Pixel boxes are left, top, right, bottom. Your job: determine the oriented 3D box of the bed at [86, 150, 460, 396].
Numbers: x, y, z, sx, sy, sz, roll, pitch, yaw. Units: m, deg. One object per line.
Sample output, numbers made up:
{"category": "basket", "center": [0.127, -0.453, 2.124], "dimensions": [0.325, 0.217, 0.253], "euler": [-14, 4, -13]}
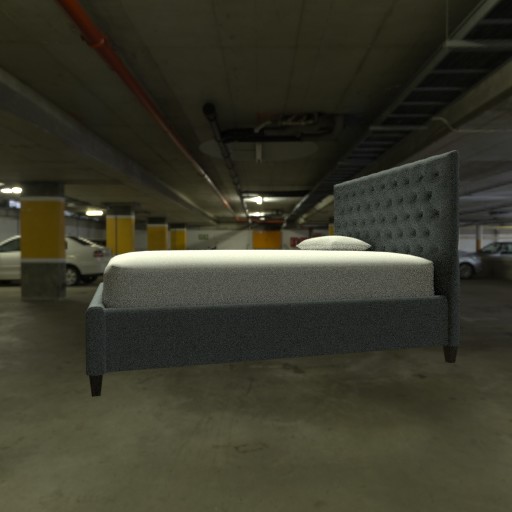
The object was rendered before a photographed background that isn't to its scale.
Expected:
{"category": "bed", "center": [0.000, 0.000, 3.386], "dimensions": [2.335, 1.411, 1.698], "euler": [0, 1, -17]}
